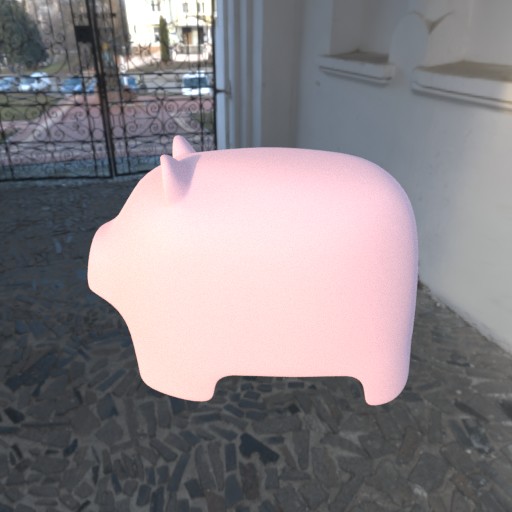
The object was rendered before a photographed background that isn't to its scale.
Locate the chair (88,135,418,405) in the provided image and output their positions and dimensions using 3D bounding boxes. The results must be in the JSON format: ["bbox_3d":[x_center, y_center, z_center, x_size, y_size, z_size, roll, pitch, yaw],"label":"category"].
[{"bbox_3d":[0.000,0.000,0.845,0.619,0.423,0.364,0,27,0],"label":"chair"}]
